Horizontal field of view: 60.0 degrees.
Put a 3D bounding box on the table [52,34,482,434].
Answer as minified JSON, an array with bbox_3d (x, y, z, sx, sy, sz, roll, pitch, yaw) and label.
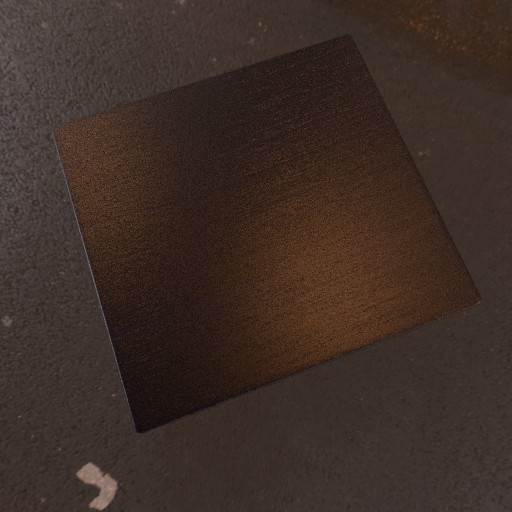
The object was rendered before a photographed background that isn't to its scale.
[{"bbox_3d":[0.000,0.000,0.958,0.533,0.567,0.500,-20,76,-5],"label":"table"}]
